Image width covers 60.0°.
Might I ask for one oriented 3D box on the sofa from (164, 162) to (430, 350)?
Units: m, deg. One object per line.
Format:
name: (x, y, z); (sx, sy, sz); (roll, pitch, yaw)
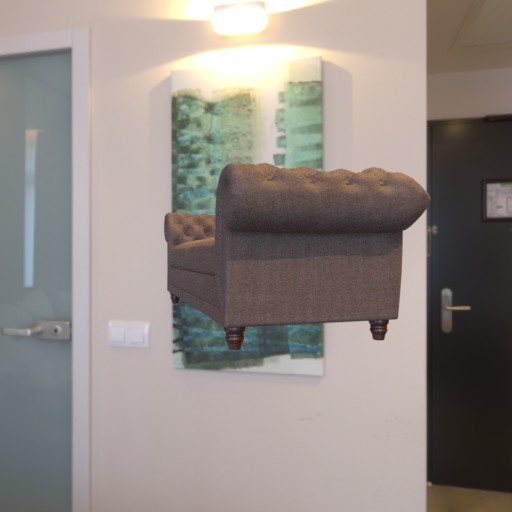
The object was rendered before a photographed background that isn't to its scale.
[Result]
sofa: (0.000, 0.000, 2.879); (0.944, 0.787, 2.385); (0, 0, -18)
